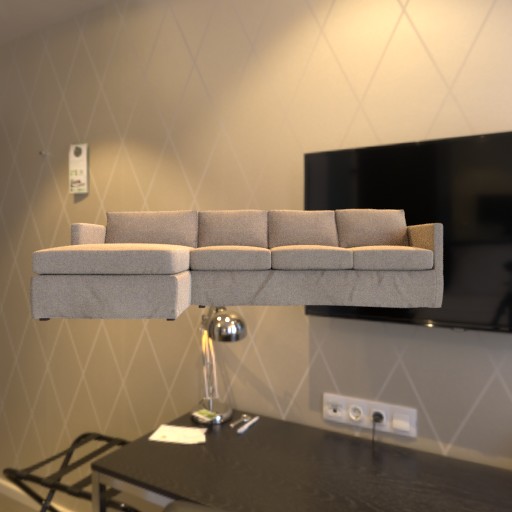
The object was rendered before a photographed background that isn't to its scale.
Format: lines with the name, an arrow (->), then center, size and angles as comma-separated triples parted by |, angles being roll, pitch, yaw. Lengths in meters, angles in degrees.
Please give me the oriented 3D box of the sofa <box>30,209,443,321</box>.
sofa -> 0.000, 0.000, 3.868 | 3.198, 0.920, 1.638 | 0, 1, 0
